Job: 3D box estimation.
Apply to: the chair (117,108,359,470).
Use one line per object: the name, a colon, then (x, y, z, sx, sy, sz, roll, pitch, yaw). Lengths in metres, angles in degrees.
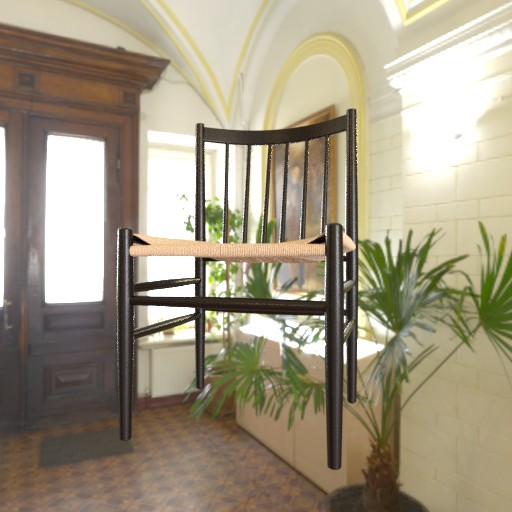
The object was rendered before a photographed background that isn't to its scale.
chair: (0.000, 0.000, 1.144, 0.495, 0.818, 0.516, 0, 0, 17)
